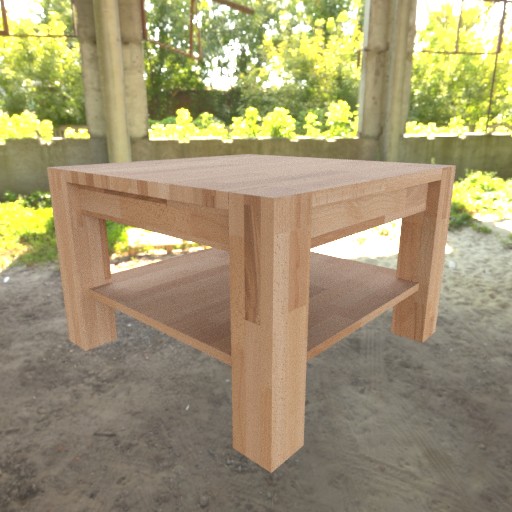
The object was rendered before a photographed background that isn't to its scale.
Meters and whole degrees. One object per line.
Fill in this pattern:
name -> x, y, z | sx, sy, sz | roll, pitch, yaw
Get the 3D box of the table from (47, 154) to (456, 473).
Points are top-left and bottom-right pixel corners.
table -> 0.000, 0.000, 1.134 | 0.700, 0.451, 0.700 | 14, 22, 40
